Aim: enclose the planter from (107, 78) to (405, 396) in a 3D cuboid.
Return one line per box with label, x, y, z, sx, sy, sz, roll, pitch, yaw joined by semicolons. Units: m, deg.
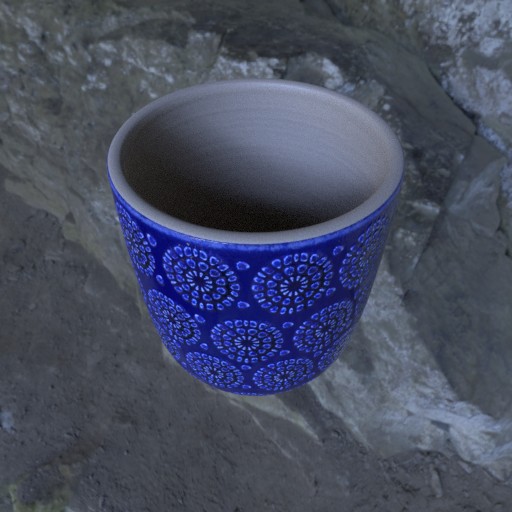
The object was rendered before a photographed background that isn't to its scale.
planter;0.000;0.000;0.349;0.184;0.206;0.184;0;46;0
